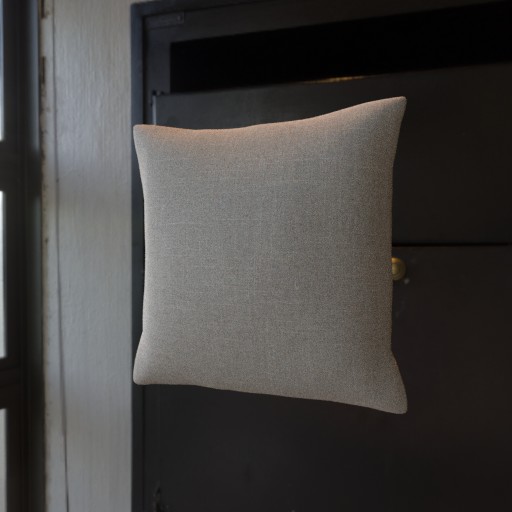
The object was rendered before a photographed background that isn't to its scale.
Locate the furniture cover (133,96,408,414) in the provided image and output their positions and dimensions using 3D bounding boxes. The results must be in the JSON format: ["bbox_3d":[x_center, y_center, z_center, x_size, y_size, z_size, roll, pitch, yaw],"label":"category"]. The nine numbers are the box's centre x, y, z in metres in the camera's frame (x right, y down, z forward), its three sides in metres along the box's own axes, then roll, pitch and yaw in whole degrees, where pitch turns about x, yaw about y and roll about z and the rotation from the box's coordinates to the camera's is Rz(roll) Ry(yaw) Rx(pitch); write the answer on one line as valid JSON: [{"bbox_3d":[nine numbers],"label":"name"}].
[{"bbox_3d":[0.000,0.000,0.788,0.512,0.506,0.178,0,1,19],"label":"furniture cover"}]
